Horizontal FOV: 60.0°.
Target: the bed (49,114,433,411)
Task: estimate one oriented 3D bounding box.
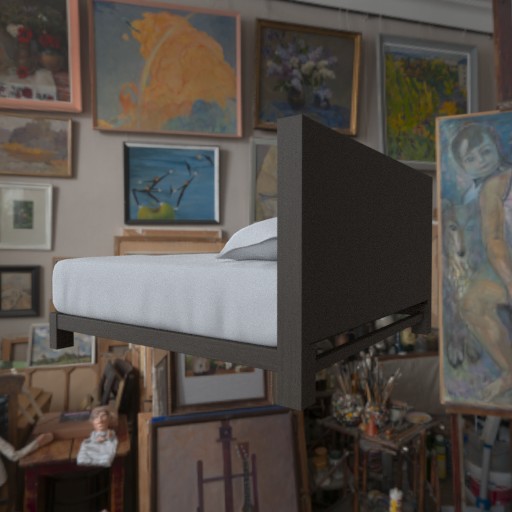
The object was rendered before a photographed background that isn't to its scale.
[{"bbox_3d":[0.000,0.000,3.343,2.012,1.270,2.134,1,2,36],"label":"bed"}]
